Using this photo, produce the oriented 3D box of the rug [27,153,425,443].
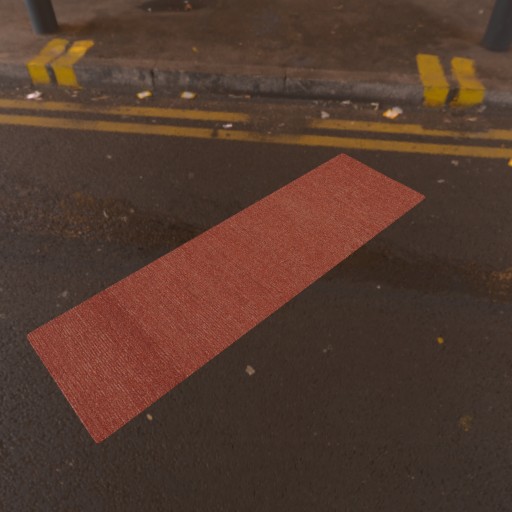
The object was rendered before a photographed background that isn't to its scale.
[{"bbox_3d":[0.000,0.000,2.451,2.307,0.012,0.687,-33,54,-28],"label":"rug"}]
